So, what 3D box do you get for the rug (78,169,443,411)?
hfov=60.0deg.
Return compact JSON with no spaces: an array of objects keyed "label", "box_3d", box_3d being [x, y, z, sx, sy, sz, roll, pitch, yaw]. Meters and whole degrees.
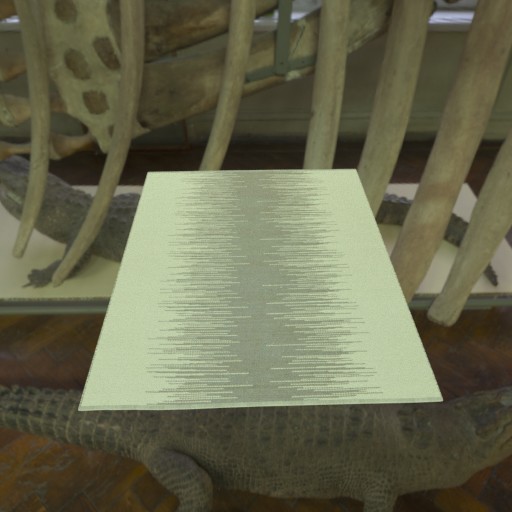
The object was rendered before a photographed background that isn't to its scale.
[{"label":"rug","box_3d":[0.000,0.000,4.094,2.453,0.010,3.037,-1,42,-1]}]
